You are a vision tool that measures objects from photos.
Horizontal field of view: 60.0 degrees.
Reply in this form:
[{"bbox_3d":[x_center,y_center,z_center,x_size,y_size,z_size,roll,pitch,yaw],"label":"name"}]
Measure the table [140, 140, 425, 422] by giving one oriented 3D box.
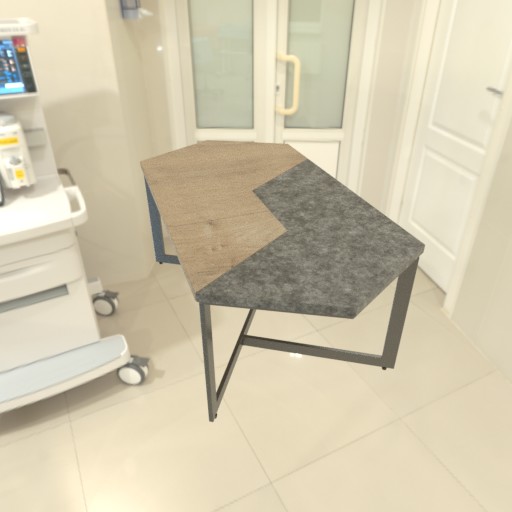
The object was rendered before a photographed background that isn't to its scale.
[{"bbox_3d":[0.000,0.000,1.531,0.609,0.457,1.219,-11,34,-17],"label":"table"}]
